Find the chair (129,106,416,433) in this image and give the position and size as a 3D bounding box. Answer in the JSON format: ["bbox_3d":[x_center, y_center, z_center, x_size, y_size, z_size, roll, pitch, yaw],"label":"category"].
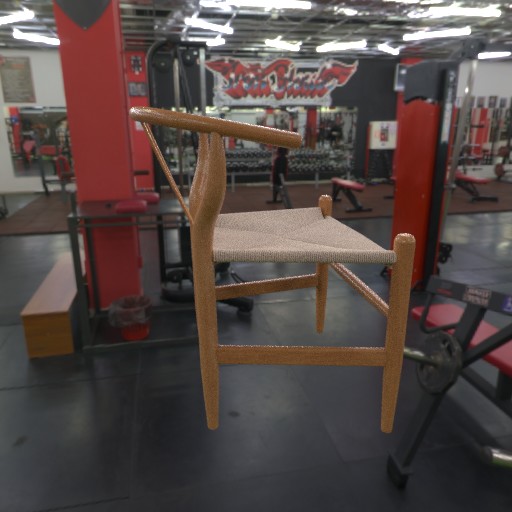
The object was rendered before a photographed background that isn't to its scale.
[{"bbox_3d":[0.000,0.000,1.150,0.579,0.730,0.569,-3,17,-9],"label":"chair"}]
